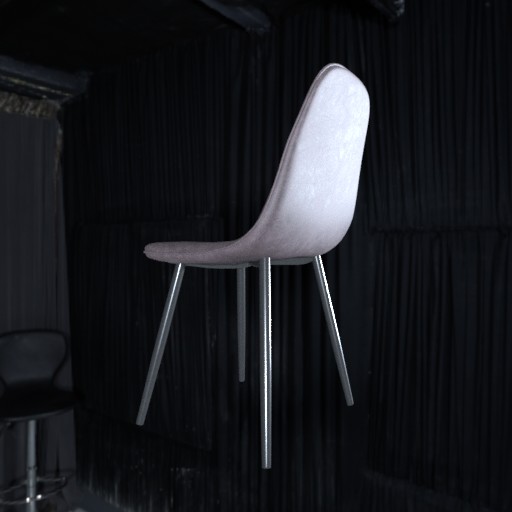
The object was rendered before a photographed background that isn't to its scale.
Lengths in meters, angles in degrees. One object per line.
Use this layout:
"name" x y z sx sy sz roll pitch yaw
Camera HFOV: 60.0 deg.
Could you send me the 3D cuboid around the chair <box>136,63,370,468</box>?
"chair" 0.000 0.000 1.222 0.561 0.889 0.472 1 2 35
